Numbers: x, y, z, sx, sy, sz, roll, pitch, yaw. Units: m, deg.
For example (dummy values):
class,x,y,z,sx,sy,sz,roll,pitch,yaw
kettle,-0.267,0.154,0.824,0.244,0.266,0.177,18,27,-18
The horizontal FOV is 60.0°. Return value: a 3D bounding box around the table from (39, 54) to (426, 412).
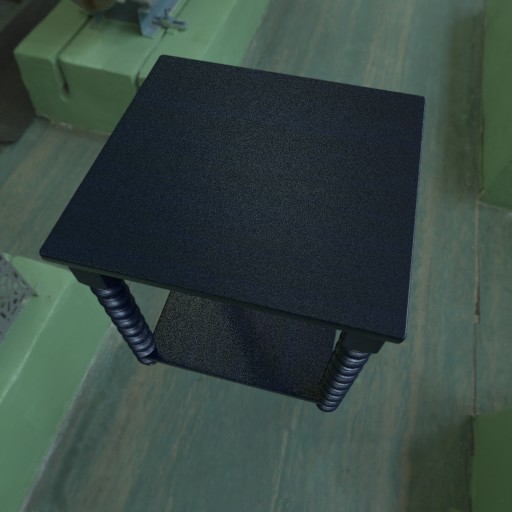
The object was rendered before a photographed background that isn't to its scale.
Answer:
class,x,y,z,sx,sy,sz,roll,pitch,yaw
table,0.000,0.000,0.975,0.533,0.567,0.500,12,59,8
